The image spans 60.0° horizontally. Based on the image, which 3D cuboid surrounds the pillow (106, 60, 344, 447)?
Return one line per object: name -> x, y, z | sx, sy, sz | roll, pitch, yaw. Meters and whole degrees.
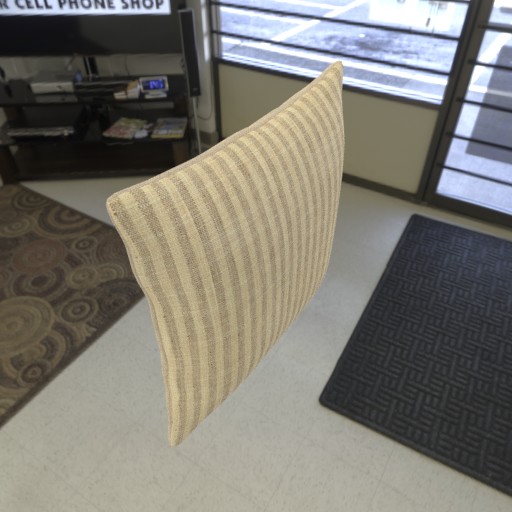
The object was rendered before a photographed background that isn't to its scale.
pillow -> 0.000, 0.000, 0.763 | 0.166, 0.510, 0.523 | 25, 47, 25
